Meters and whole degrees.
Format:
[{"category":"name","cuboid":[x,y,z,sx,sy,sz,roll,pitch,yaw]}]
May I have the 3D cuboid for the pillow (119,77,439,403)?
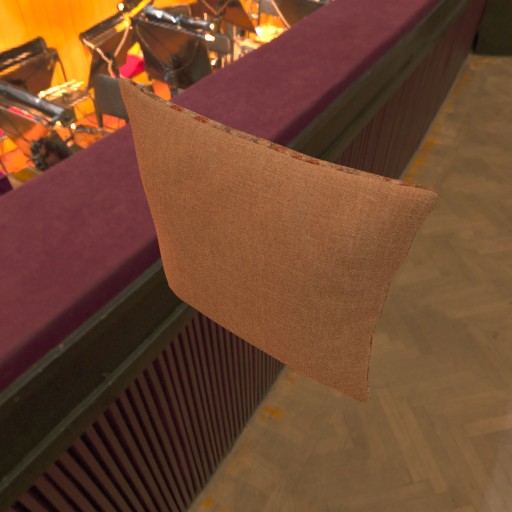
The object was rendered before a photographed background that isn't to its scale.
[{"category":"pillow","cuboid":[0.000,0.000,0.777,0.523,0.506,0.166,27,51,24]}]
